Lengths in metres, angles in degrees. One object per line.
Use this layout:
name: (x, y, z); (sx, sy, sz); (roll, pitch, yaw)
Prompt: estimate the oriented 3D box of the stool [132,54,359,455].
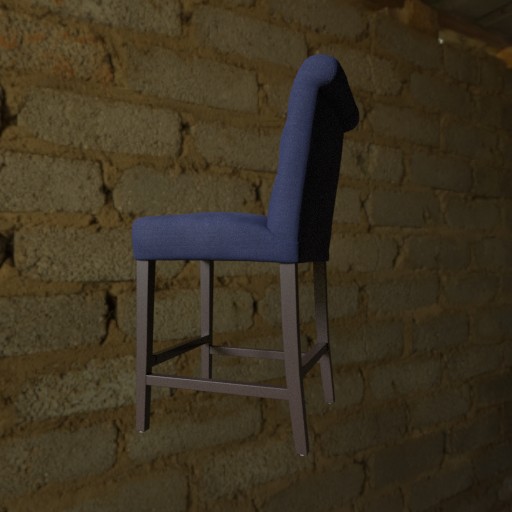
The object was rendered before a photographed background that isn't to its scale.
stool: (0.000, 0.000, 1.389); (0.601, 1.010, 0.493); (0, 0, 19)
